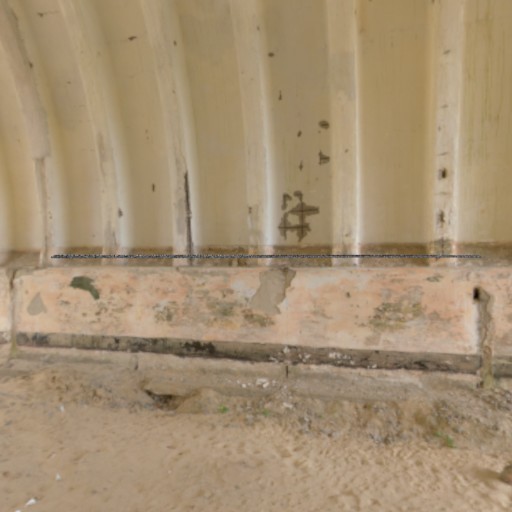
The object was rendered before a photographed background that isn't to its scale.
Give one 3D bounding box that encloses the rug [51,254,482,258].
[{"bbox_3d":[0.000,0.000,3.095,2.443,0.021,1.538,0,0,-18],"label":"rug"}]
